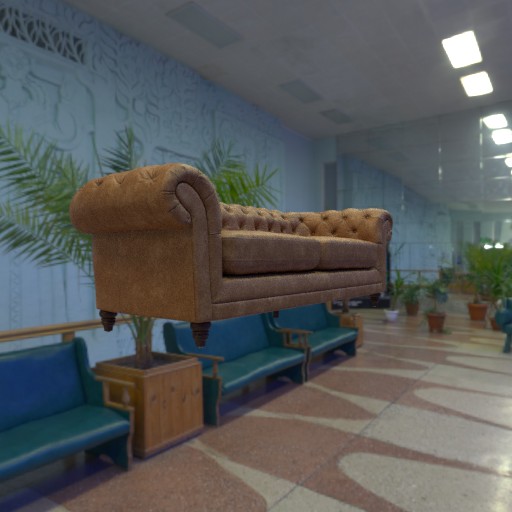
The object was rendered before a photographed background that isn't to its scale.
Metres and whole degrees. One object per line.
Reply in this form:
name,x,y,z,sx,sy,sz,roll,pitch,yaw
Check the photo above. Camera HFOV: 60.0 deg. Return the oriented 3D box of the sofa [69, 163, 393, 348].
sofa,0.000,0.000,2.835,0.989,0.760,2.365,0,0,37
